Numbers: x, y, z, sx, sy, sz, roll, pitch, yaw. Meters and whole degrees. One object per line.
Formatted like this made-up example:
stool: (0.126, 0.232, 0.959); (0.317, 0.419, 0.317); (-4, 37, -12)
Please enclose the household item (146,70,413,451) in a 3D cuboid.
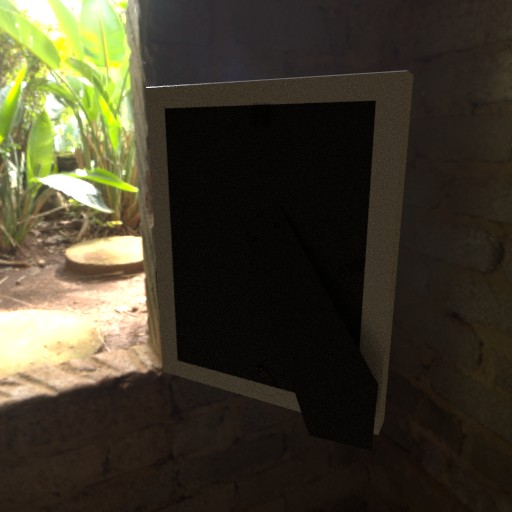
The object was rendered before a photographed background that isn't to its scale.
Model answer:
household item: (0.000, 0.000, 0.336); (0.200, 0.250, 0.045); (8, 17, 26)
